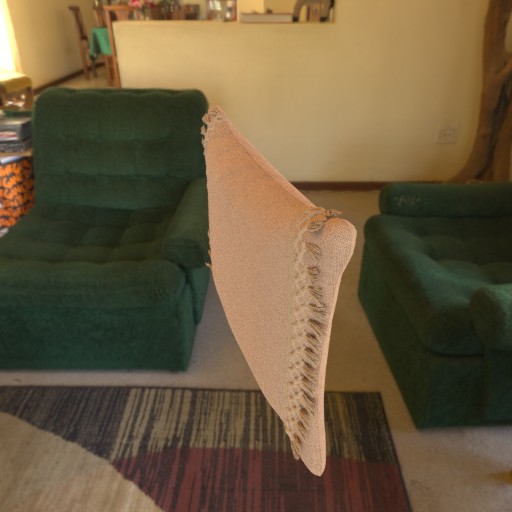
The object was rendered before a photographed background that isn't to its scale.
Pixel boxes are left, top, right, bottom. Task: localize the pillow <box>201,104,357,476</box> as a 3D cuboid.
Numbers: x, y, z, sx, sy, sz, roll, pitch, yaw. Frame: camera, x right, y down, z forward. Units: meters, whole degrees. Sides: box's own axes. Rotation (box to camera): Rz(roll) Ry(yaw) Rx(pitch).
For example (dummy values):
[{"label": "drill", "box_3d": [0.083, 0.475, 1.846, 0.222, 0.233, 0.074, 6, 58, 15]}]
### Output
[{"label": "pillow", "box_3d": [0.000, 0.000, 0.586, 0.084, 0.305, 0.466, -9, 31, -15]}]
